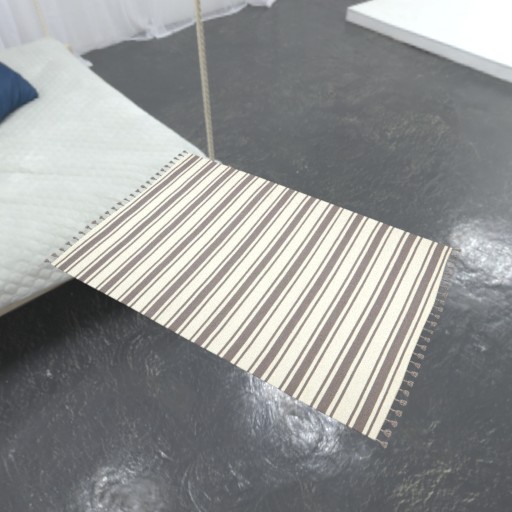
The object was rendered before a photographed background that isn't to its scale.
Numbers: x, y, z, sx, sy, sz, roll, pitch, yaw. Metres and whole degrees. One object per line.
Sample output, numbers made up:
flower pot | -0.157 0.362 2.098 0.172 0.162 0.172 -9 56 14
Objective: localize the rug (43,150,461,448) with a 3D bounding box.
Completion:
rug | 0.000 0.000 3.019 2.425 0.014 1.563 23 51 21
